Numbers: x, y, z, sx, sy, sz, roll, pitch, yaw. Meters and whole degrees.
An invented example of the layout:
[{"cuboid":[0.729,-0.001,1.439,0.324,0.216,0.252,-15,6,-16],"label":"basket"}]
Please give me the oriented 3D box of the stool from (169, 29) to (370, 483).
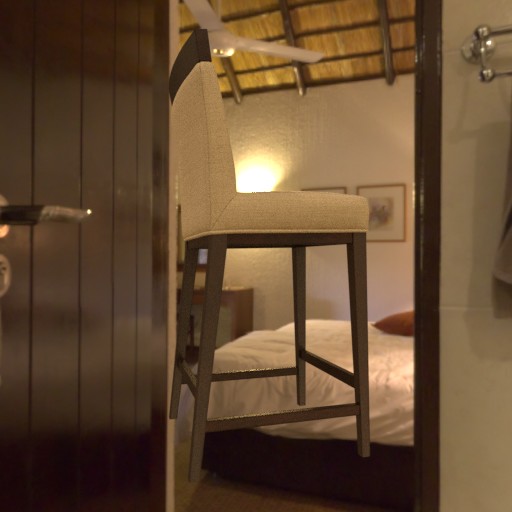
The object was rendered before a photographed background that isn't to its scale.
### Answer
[{"cuboid":[0.000,0.000,1.390,0.531,1.117,0.511,0,0,-17],"label":"stool"}]
